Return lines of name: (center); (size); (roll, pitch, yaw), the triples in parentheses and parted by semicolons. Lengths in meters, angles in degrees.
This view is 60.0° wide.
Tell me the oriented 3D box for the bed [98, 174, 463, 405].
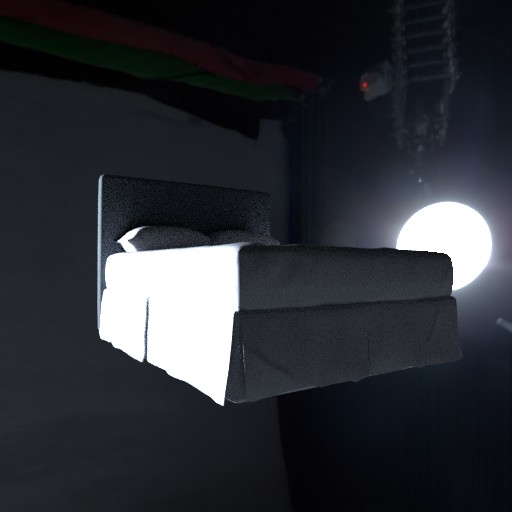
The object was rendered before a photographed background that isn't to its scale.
bed: (0.000, 0.000, 3.132); (1.713, 1.330, 2.142); (1, -1, -34)
